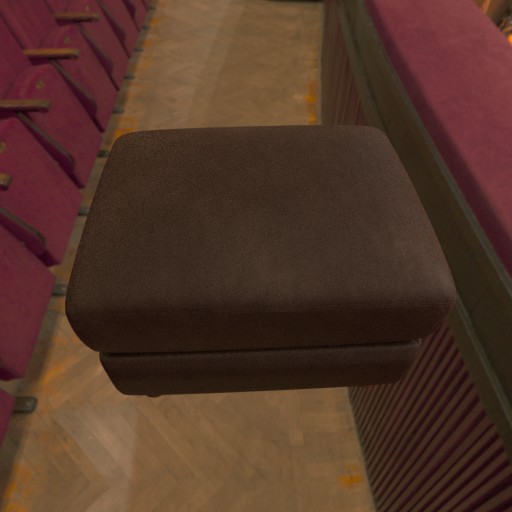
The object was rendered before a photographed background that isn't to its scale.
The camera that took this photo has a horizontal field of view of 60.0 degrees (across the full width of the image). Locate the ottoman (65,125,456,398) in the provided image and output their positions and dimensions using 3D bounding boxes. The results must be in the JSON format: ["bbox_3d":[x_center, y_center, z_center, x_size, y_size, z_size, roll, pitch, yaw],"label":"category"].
[{"bbox_3d":[0.000,0.000,1.229,0.806,0.569,0.670,-2,46,-2],"label":"ottoman"}]
